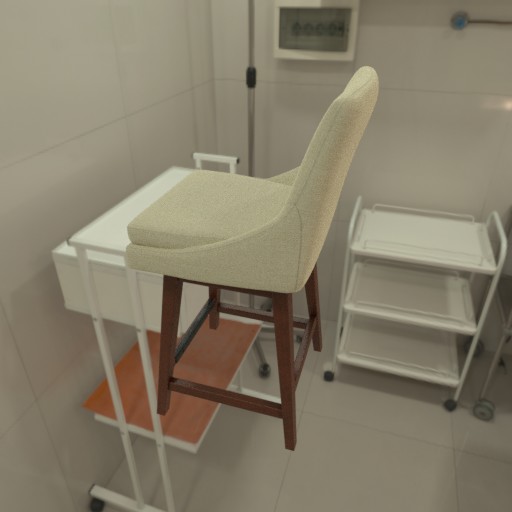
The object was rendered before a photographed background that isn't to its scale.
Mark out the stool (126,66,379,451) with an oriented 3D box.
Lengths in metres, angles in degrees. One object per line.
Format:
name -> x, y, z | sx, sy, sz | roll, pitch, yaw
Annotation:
stool -> 0.000, 0.000, 1.280 | 0.559, 0.991, 0.469 | 9, 32, 15
